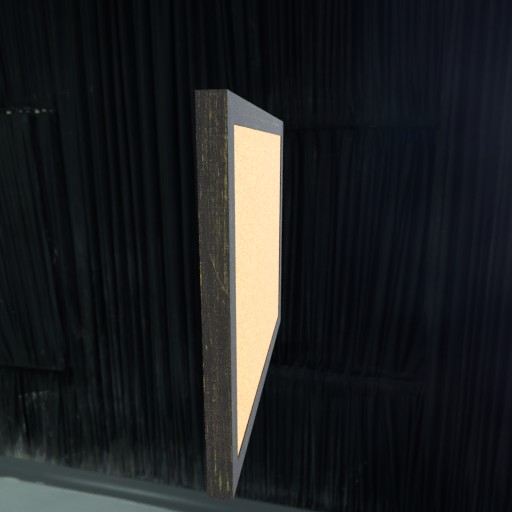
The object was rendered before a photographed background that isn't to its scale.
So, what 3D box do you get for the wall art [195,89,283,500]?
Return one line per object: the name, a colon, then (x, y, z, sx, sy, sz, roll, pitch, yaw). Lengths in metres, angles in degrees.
wall art: (0.000, 0.000, 0.738, 0.032, 0.457, 0.558, 2, 14, 8)
